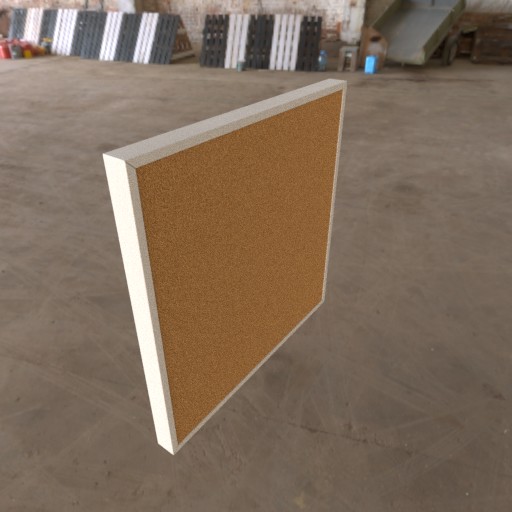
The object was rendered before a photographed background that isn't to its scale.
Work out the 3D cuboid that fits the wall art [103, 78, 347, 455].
[{"bbox_3d":[0.000,0.000,0.778,0.037,0.508,0.508,22,38,30],"label":"wall art"}]
